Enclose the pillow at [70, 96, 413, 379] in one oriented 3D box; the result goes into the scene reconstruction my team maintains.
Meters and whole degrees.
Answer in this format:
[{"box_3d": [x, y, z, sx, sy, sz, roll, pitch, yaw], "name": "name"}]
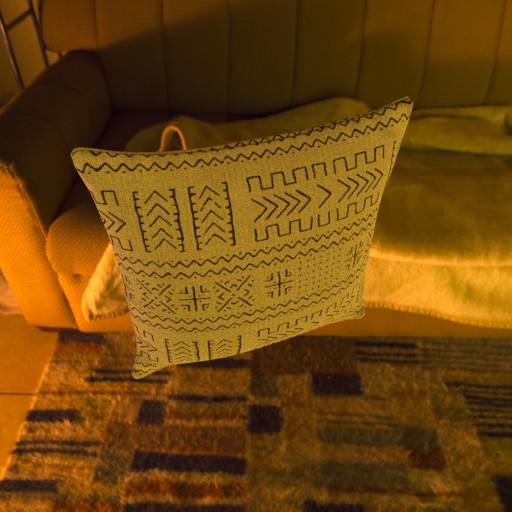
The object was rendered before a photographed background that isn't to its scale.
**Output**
[{"box_3d": [0.000, 0.000, 0.666, 0.438, 0.430, 0.164, -13, 43, -14], "name": "pillow"}]
